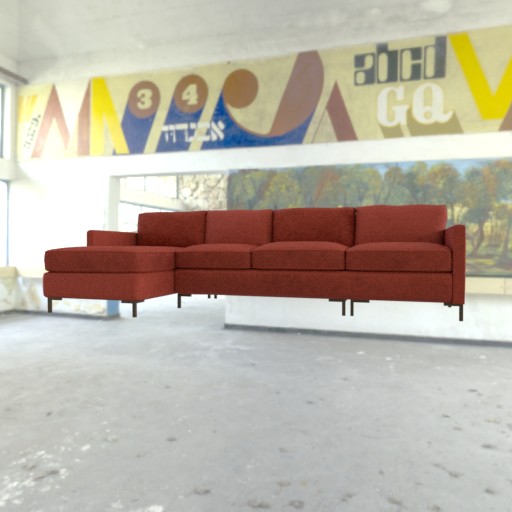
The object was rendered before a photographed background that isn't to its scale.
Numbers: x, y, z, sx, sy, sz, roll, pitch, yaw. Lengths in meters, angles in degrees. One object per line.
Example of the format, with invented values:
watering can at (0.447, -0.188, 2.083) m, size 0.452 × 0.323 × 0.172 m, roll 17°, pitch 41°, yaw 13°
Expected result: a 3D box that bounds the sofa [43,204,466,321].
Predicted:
sofa at (0.000, 0.000, 3.972) m, size 3.400 × 0.967 × 1.500 m, roll 0°, pitch 1°, yaw 18°
